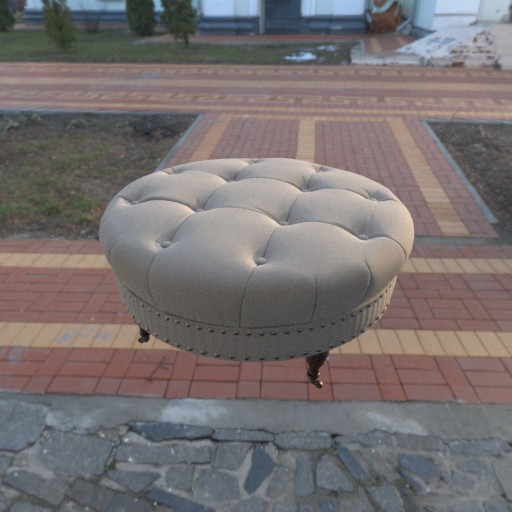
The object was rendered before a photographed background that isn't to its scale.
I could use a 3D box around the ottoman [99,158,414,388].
[{"bbox_3d":[0.000,0.000,1.394,0.901,0.439,0.901,0,30,0],"label":"ottoman"}]
